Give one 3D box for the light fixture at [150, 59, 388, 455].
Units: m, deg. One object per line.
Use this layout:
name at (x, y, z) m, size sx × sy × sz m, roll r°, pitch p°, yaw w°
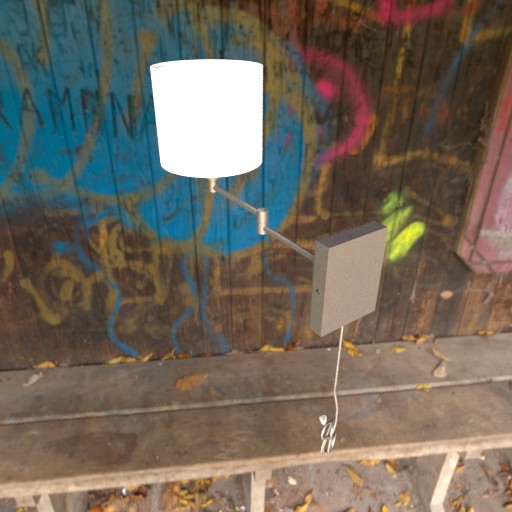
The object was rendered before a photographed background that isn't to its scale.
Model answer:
light fixture at (0.000, 0.000, 0.855) m, size 0.203 × 0.651 × 0.516 m, roll -19°, pitch 34°, yaw -30°
